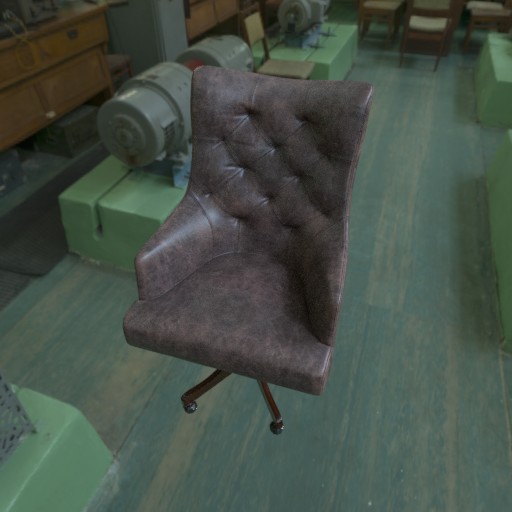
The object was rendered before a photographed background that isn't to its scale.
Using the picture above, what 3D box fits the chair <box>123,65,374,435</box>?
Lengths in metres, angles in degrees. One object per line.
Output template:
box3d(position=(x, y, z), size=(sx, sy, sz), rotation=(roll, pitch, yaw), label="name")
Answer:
box3d(position=(0.000, 0.000, 1.497), size=(0.641, 1.035, 0.762), rotation=(11, 41, 13), label="chair")
